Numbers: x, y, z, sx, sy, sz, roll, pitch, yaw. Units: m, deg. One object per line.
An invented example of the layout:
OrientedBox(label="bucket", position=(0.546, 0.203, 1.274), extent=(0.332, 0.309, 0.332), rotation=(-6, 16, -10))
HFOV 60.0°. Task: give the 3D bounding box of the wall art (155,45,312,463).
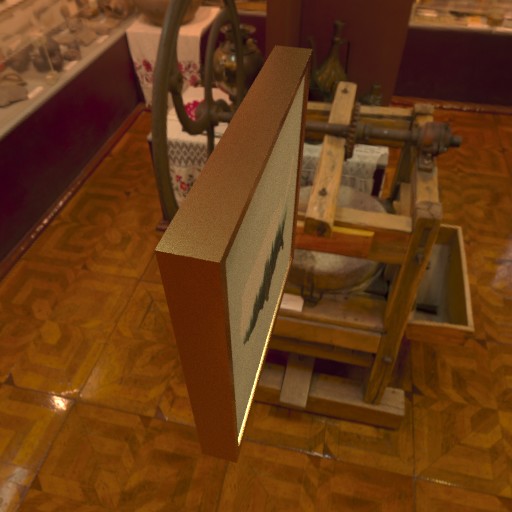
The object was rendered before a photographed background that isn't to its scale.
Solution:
OrientedBox(label="wall art", position=(0.000, 0.000, 0.456), extent=(0.038, 0.304, 0.304), rotation=(11, 47, 10))
